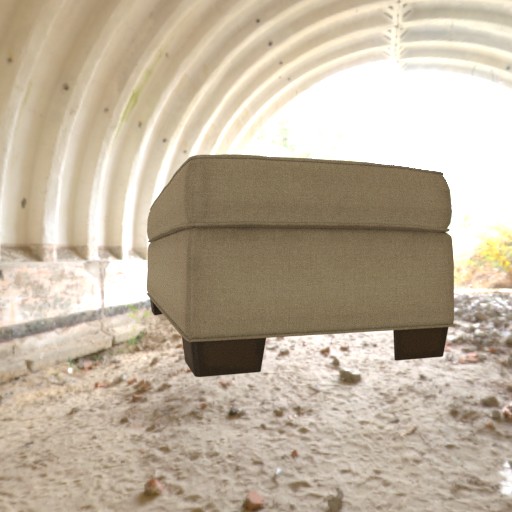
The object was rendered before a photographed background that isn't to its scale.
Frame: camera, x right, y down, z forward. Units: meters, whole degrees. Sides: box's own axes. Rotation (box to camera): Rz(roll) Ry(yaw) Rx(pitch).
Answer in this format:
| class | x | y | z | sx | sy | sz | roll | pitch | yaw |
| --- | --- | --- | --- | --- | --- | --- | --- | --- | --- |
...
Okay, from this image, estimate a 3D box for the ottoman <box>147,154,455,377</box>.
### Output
| class | x | y | z | sx | sy | sz | roll | pitch | yaw |
| --- | --- | --- | --- | --- | --- | --- | --- | --- | --- |
| ottoman | 0.000 | 0.000 | 1.428 | 0.617 | 0.461 | 1.097 | 0 | 0 | -18 |
